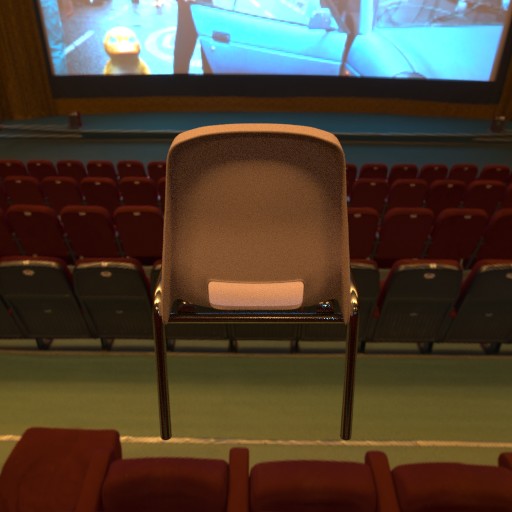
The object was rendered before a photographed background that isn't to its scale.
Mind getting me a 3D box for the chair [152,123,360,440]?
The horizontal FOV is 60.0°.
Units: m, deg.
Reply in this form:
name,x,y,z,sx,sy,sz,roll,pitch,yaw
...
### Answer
name,x,y,z,sx,sy,sz,roll,pitch,yaw
chair,0.000,0.000,0.784,0.354,0.537,0.385,0,29,0
